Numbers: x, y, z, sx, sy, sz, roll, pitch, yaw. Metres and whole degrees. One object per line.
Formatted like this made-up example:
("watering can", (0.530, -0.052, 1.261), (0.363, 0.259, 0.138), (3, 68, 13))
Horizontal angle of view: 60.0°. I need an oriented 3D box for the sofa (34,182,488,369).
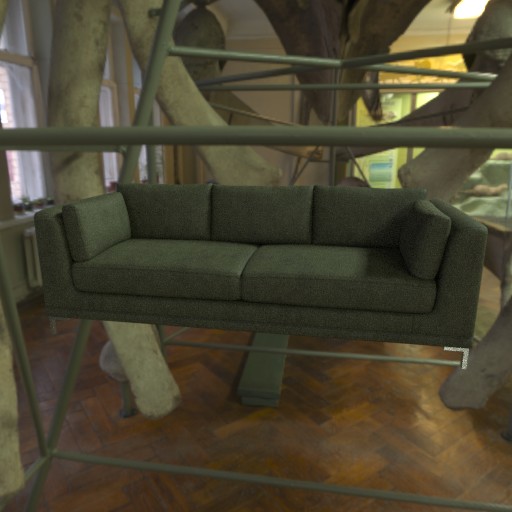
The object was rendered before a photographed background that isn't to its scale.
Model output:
("sofa", (0.000, 0.000, 2.823), (2.415, 0.867, 0.969), (3, 15, 10))
